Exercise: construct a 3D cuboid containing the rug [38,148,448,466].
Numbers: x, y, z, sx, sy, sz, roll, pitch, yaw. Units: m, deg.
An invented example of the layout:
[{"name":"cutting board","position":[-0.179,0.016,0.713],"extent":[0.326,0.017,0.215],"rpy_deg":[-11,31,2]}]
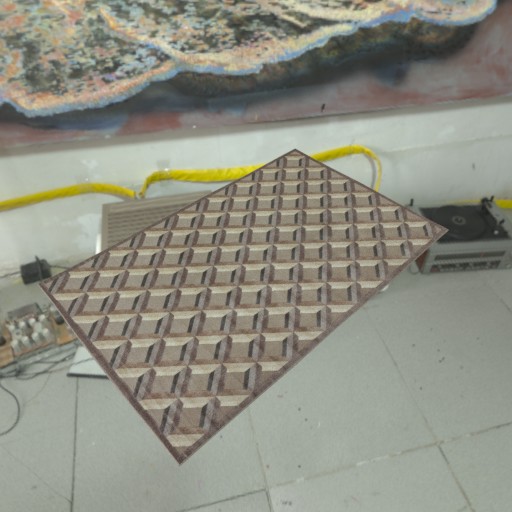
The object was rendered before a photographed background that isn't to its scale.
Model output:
[{"name":"rug","position":[0.000,0.000,2.100],"extent":[1.677,0.011,1.066],"rpy_deg":[-33,53,-29]}]
